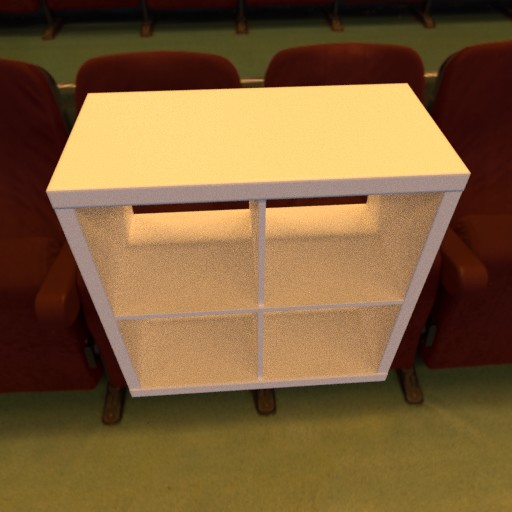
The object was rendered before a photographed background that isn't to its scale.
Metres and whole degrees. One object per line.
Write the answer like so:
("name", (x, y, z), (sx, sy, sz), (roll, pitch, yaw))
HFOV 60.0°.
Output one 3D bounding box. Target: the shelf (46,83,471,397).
("shelf", (0.000, 0.000, 1.239), (0.790, 0.786, 0.390), (-3, 46, -3))
